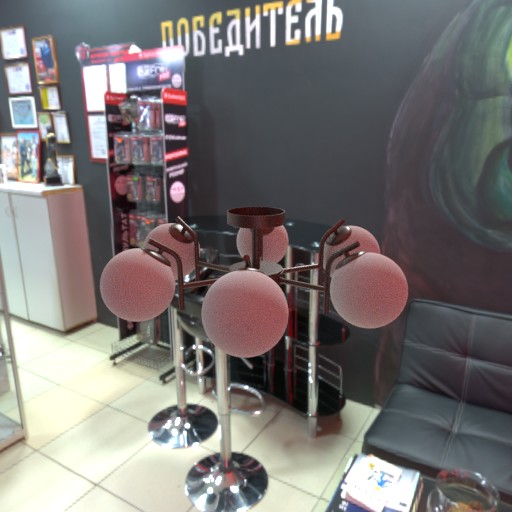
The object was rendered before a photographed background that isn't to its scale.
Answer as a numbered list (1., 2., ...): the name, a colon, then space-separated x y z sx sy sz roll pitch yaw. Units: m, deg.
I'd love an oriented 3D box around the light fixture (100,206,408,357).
1. light fixture: 0.000 0.000 0.981 0.662 0.201 0.662 0 15 0
